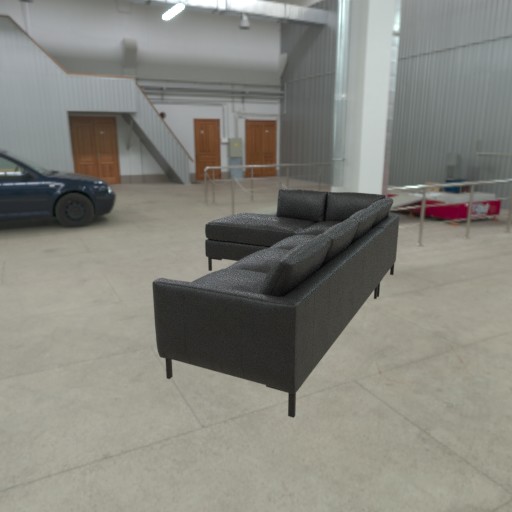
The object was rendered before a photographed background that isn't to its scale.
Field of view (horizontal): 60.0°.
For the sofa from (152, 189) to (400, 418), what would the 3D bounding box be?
[{"bbox_3d":[0.000,0.000,3.890,1.938,0.877,2.984,7,17,26],"label":"sofa"}]
